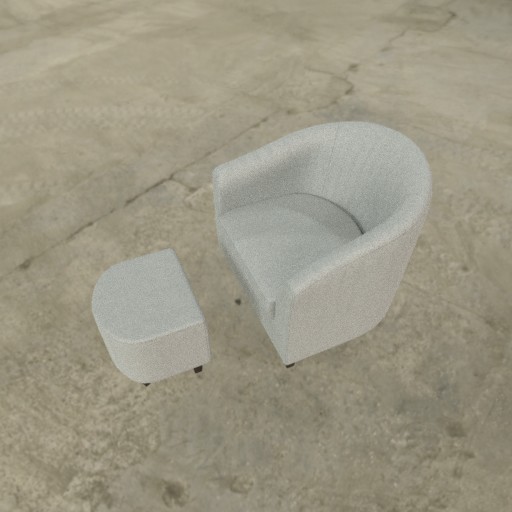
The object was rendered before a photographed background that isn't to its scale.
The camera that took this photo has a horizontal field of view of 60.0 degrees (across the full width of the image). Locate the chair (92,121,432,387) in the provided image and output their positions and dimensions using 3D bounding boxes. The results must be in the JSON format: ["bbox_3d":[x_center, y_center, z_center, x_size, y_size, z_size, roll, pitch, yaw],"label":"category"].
[{"bbox_3d":[0.000,0.000,1.760,1.288,0.757,0.756,-17,48,-17],"label":"chair"}]
